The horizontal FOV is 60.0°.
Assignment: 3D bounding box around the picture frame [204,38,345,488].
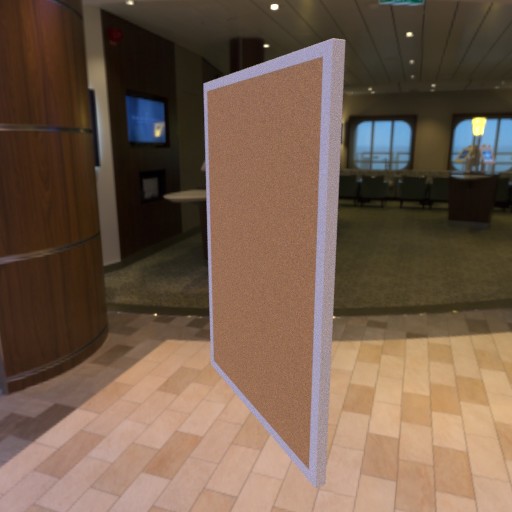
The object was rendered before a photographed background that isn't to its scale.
[{"bbox_3d":[0.000,0.000,0.548,0.013,0.434,0.305,-7,16,-26],"label":"picture frame"}]
